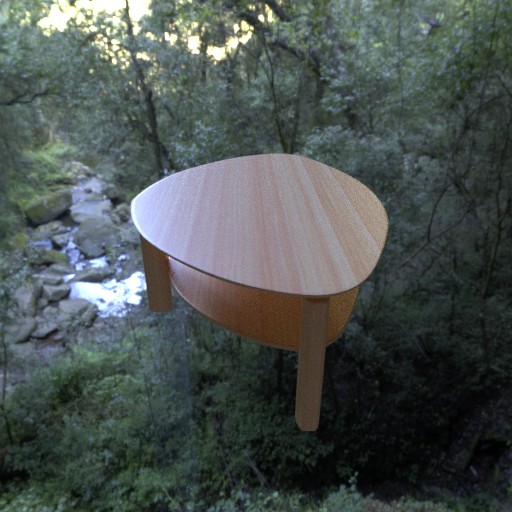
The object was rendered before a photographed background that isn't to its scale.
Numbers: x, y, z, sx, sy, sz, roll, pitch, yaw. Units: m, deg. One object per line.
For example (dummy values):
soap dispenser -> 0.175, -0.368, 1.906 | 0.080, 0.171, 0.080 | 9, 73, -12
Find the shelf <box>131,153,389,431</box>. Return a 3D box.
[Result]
shelf -> 0.000, 0.000, 1.622 | 0.845, 0.440, 1.246 | -1, 27, -2
